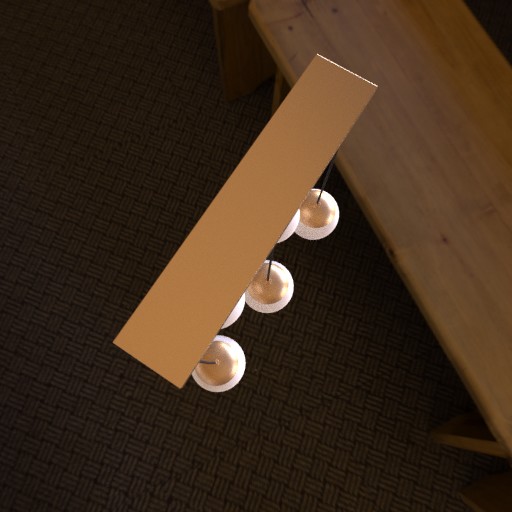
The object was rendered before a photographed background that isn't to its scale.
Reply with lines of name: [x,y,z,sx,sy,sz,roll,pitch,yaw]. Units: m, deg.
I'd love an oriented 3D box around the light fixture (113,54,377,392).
light fixture: [0.000,0.000,1.333,0.299,0.869,0.863,32,78,8]
